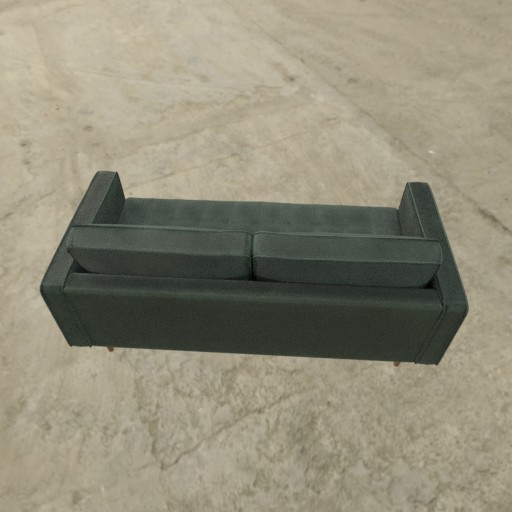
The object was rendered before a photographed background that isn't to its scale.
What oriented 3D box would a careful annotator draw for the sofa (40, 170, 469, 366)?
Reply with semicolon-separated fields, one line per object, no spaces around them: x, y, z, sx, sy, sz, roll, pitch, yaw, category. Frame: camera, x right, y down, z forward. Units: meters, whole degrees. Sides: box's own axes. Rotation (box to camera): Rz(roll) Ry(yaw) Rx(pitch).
0.000;0.000;2.257;1.816;0.781;0.886;2;47;2;sofa
